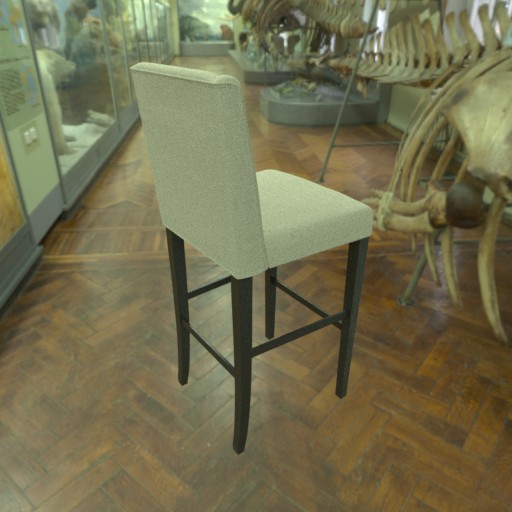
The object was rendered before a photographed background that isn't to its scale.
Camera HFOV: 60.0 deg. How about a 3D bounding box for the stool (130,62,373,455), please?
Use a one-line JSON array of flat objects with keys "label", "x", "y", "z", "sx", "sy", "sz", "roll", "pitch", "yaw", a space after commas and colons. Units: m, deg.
[{"label": "stool", "x": 0.000, "y": 0.000, "z": 1.387, "sx": 0.509, "sy": 1.116, "sz": 0.474, "roll": -19, "pitch": 33, "yaw": -32}]
